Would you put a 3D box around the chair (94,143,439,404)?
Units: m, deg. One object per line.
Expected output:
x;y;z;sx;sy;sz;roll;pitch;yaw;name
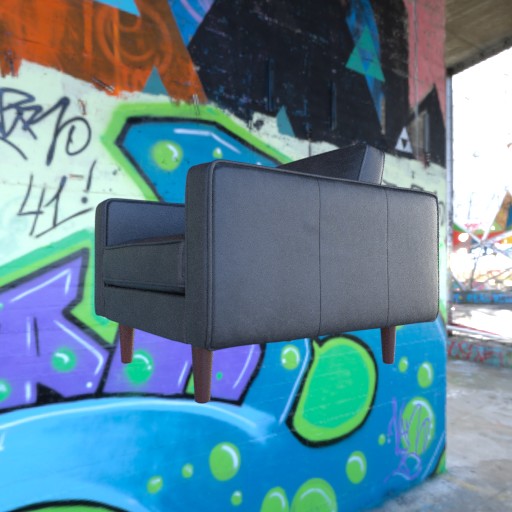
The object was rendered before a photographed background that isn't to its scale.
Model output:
0.000;0.000;1.579;0.914;0.763;0.889;1;-1;-36;chair
